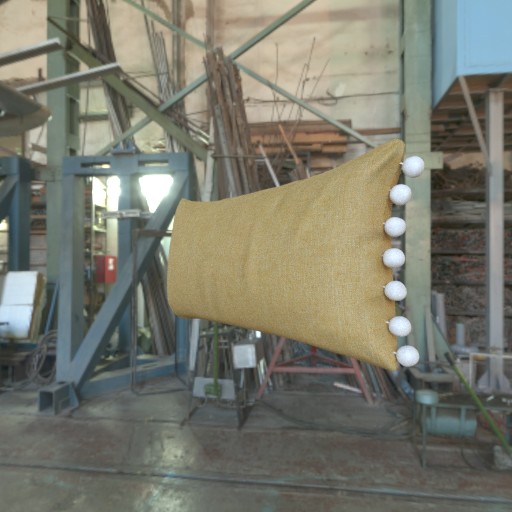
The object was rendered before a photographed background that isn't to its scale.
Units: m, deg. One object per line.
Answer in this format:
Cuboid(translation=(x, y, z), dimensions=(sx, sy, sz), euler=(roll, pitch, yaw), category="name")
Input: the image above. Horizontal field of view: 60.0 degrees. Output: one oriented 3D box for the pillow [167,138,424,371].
Cuboid(translation=(0.000, 0.000, 0.867), dimensions=(0.201, 0.322, 0.709), euler=(0, 0, -37), category="pillow")
